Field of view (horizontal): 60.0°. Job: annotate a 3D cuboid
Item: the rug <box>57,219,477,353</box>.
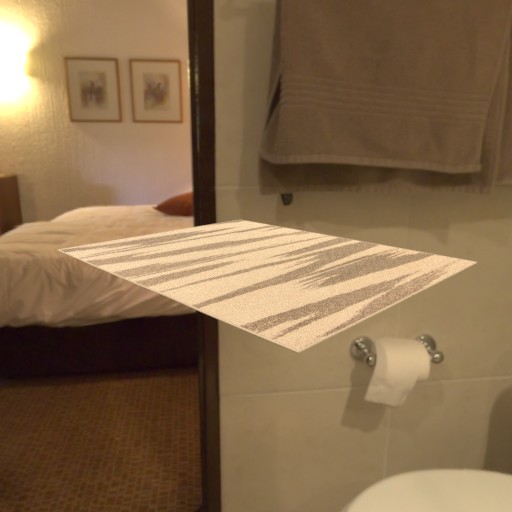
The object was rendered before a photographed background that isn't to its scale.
[{"bbox_3d":[0.000,0.000,3.944,2.353,0.014,2.945,-14,20,-43],"label":"rug"}]
